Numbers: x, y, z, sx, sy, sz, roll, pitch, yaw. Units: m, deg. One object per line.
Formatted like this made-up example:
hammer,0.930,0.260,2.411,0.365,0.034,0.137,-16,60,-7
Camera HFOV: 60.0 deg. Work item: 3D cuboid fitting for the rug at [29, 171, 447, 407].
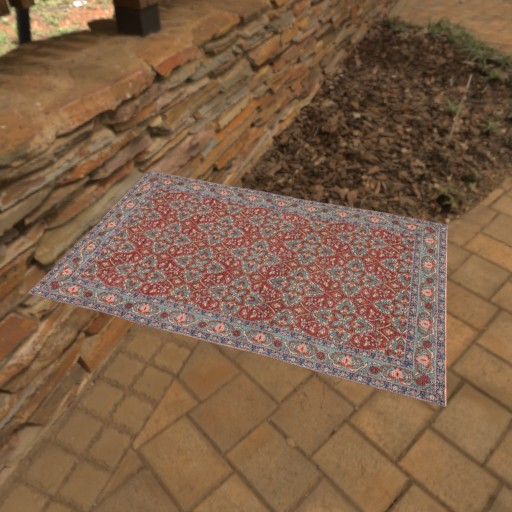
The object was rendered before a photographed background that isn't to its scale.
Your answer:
rug,0.000,0.000,2.976,2.439,0.011,1.533,12,43,14
